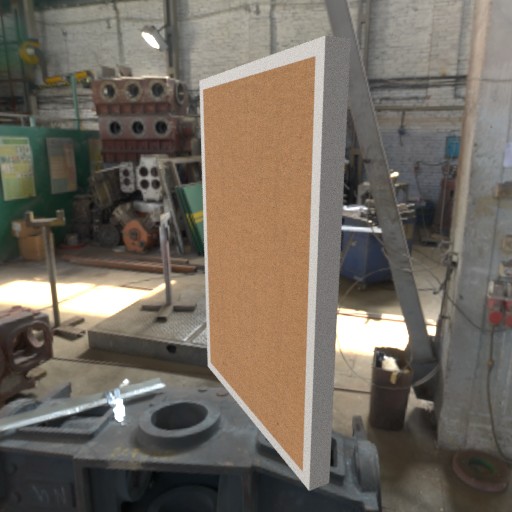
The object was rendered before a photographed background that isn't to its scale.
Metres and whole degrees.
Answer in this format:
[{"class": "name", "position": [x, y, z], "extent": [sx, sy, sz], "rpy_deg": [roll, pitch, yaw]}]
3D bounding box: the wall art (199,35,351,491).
[{"class": "wall art", "position": [0.000, 0.000, 0.534], "extent": [0.025, 0.428, 0.293], "rpy_deg": [-7, 16, -26]}]
